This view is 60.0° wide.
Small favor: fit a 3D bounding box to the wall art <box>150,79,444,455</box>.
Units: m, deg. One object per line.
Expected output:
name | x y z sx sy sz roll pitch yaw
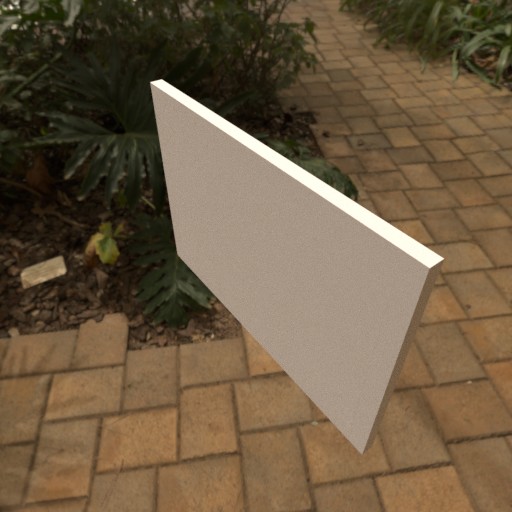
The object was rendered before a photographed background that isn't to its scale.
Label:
wall art | 0.000 0.000 1.647 0.051 0.902 1.308 -27 48 -26
